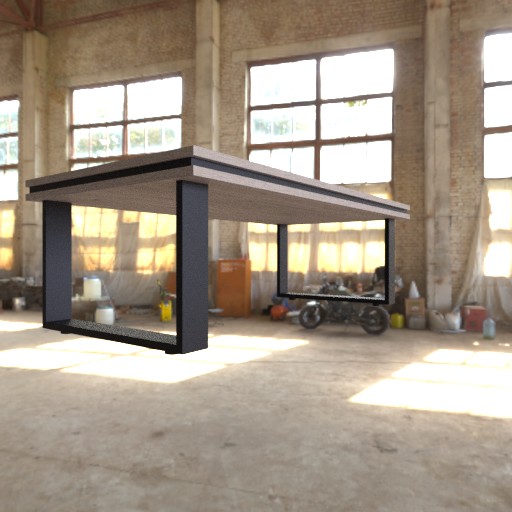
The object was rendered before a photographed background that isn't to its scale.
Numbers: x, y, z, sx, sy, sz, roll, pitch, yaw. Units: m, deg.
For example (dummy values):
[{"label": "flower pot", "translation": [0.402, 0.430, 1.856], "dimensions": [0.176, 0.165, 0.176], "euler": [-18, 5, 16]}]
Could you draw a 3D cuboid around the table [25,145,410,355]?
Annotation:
[{"label": "table", "translation": [0.000, 0.000, 1.647], "dimensions": [0.700, 0.450, 1.350], "euler": [0, 0, 37]}]
